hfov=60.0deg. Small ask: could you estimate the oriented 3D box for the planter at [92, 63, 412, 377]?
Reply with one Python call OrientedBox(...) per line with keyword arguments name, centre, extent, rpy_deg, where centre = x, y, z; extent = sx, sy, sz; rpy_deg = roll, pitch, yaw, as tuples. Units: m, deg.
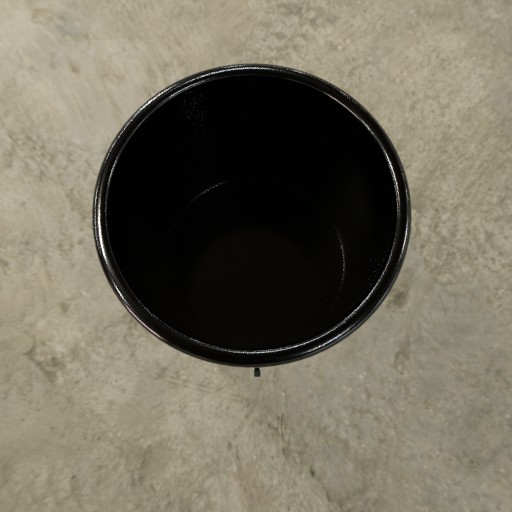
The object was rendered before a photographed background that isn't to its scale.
OrientedBox(name="planter", centre=(0.000, 0.000, 0.622), extent=(0.310, 0.432, 0.310), rpy_deg=(-16, 77, -4))
